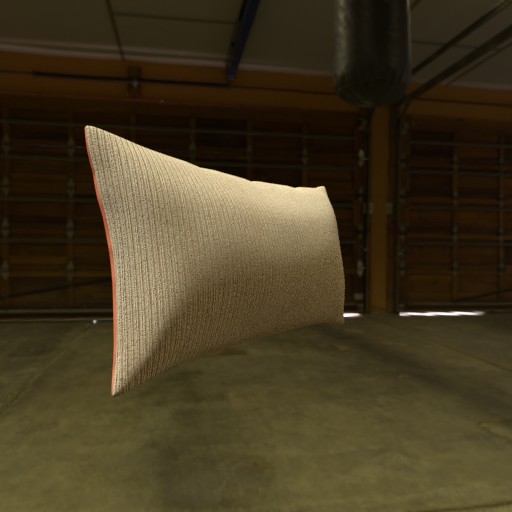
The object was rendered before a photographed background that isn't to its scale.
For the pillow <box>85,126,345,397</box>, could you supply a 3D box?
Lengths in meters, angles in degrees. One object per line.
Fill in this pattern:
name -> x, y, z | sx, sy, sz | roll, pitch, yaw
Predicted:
pillow -> 0.000, 0.000, 0.745 | 0.155, 0.307, 0.608 | 0, 1, 35
